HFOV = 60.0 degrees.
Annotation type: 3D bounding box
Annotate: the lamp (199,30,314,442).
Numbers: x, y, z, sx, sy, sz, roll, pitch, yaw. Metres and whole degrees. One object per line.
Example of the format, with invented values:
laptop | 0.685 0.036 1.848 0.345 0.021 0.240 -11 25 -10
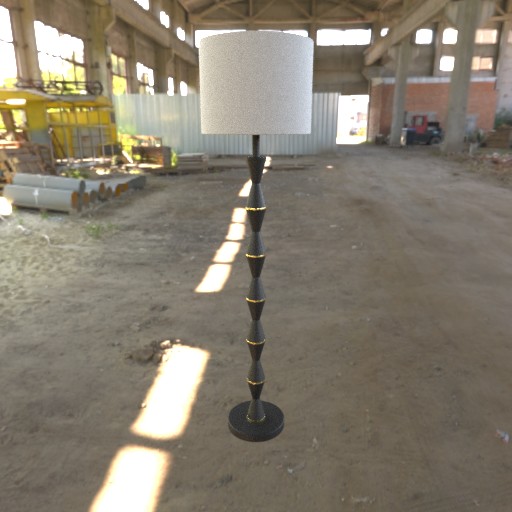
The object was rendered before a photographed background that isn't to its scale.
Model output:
lamp | 0.000 0.000 1.681 0.381 1.480 0.381 -9 18 -28
